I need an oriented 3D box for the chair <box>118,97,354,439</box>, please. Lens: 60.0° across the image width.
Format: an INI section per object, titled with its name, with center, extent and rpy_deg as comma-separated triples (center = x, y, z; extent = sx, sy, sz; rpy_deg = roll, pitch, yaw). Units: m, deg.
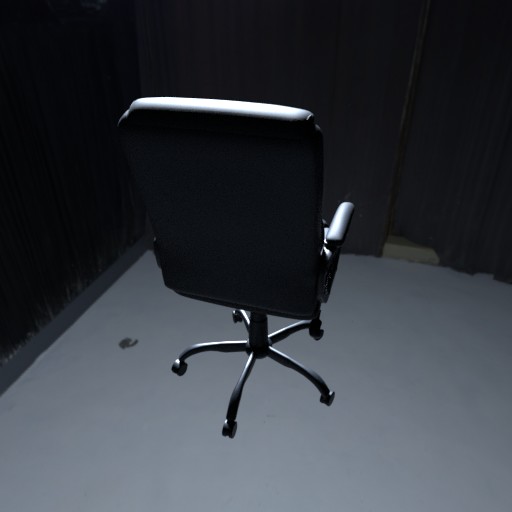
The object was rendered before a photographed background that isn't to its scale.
[chair]
center = 0.000, 0.000, 1.439
extent = 0.615, 1.072, 0.655
rpy_deg = 9, 32, 15
